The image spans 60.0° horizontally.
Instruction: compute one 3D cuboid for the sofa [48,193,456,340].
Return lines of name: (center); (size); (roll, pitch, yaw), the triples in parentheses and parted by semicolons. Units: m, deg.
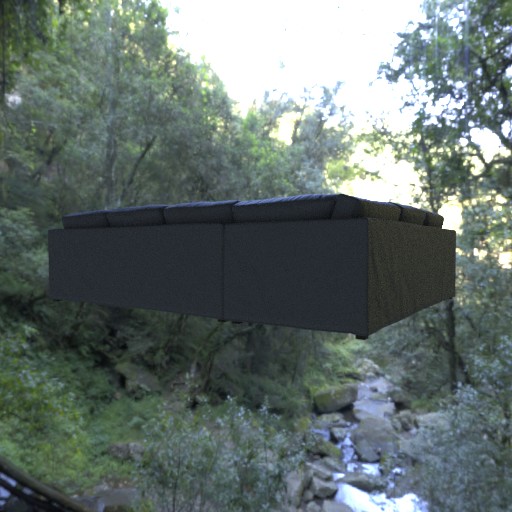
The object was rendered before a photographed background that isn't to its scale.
sofa: (0.000, 0.000, 4.323); (3.182, 0.871, 2.432); (1, 2, 35)
